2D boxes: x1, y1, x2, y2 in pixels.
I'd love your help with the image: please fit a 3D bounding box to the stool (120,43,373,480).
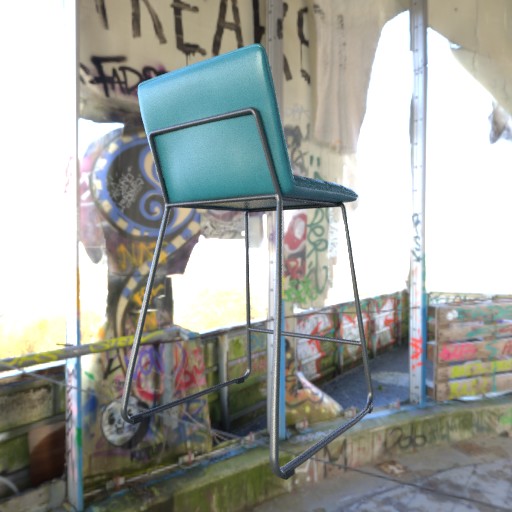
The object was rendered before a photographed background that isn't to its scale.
[{"bbox_3d":[0.000,0.000,1.189,0.489,0.866,0.524,1,1,36],"label":"stool"}]
